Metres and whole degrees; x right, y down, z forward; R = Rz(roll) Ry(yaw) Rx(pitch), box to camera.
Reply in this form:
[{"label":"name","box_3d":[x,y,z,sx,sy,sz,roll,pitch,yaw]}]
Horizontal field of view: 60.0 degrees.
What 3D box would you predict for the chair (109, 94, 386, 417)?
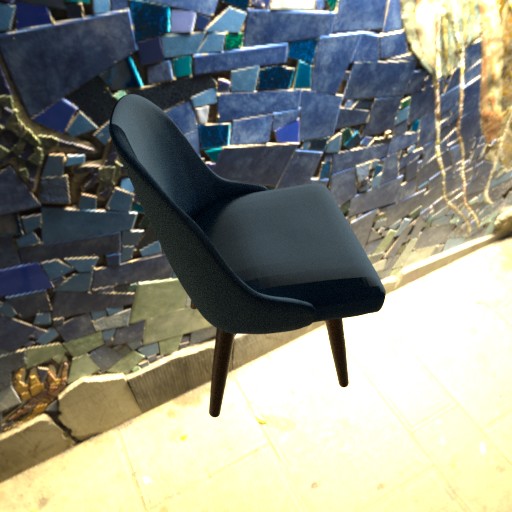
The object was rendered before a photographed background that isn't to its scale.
[{"label":"chair","box_3d":[0.000,0.000,1.225,0.589,0.882,0.503,-10,47,-9]}]
